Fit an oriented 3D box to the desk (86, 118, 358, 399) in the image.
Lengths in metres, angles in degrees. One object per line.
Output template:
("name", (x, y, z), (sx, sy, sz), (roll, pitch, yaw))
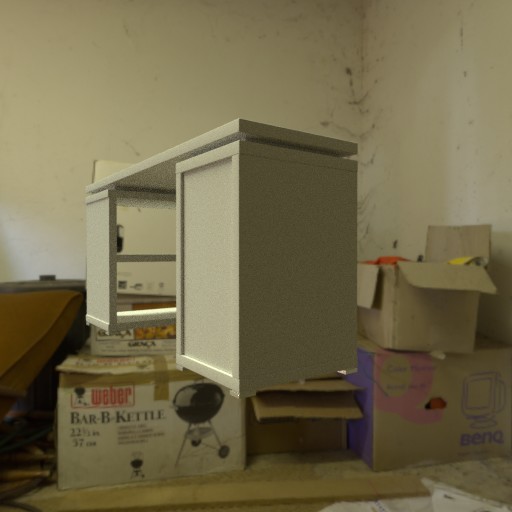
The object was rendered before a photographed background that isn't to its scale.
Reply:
("desk", (0.000, 0.000, 2.154), (1.200, 0.753, 1.524), (0, 1, -36))
